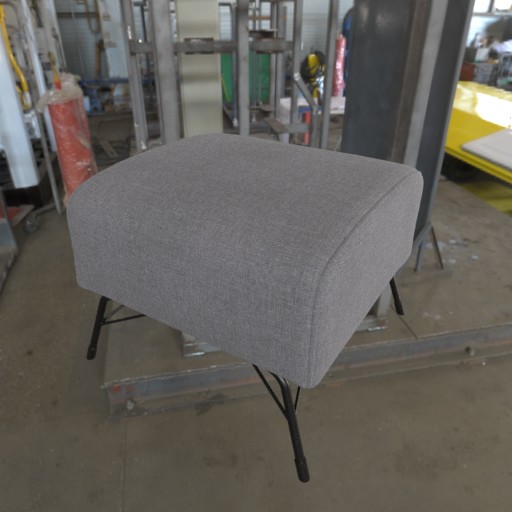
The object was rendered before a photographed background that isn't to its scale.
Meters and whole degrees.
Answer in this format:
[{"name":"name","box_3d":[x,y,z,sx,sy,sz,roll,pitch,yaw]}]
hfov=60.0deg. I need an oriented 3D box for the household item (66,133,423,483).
[{"name":"household item","box_3d":[0.000,0.000,0.912,0.530,0.410,0.530,18,34,28]}]
